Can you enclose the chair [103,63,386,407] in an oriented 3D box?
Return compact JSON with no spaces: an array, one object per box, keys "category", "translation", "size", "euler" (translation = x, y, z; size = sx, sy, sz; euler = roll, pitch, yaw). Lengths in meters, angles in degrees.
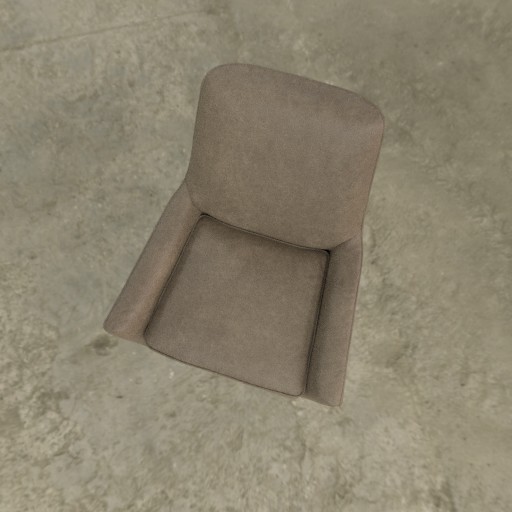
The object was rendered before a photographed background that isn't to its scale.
[{"category":"chair","translation":[0.000,0.000,1.511],"size":[0.787,0.888,0.824],"euler":[17,75,5]}]
